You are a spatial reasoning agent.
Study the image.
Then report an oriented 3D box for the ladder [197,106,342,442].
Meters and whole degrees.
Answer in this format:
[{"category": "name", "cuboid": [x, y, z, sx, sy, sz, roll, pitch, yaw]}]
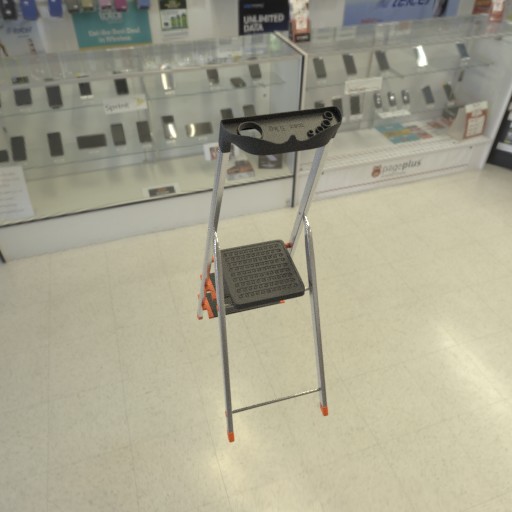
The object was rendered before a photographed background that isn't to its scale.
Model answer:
[{"category": "ladder", "cuboid": [0.000, 0.000, 1.594, 0.416, 1.229, 0.686, -11, 42, -12]}]
